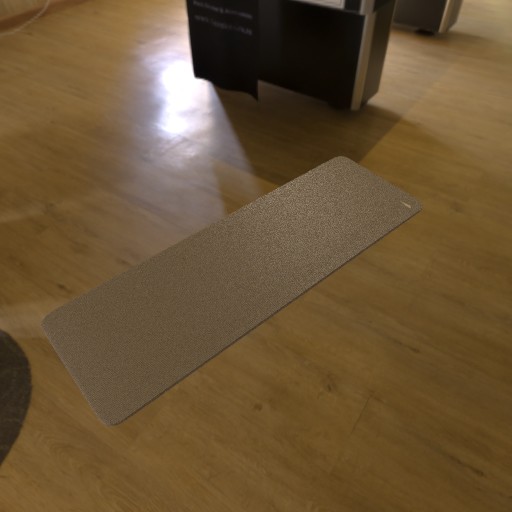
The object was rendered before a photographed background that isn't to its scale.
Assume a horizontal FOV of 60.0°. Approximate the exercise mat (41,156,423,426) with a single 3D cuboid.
[{"bbox_3d":[0.000,0.000,2.114,1.884,0.021,0.616,-32,54,-26],"label":"exercise mat"}]
